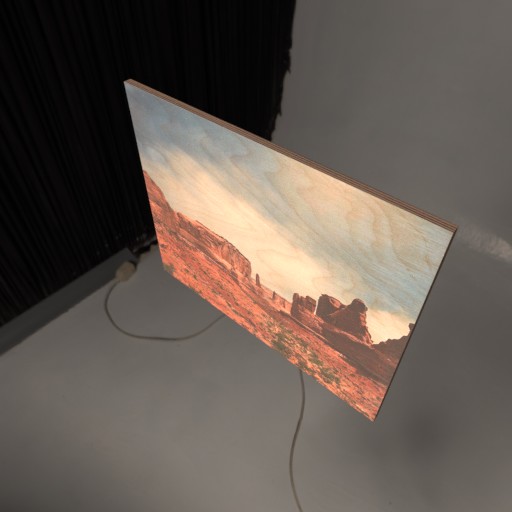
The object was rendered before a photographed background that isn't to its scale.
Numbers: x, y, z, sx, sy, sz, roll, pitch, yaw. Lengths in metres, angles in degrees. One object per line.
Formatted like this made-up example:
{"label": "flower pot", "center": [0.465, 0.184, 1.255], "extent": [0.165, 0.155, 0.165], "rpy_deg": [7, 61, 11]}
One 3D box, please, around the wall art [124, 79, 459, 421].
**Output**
{"label": "wall art", "center": [0.000, 0.000, 0.685], "extent": [0.508, 0.406, 0.013], "rpy_deg": [32, 53, 28]}
